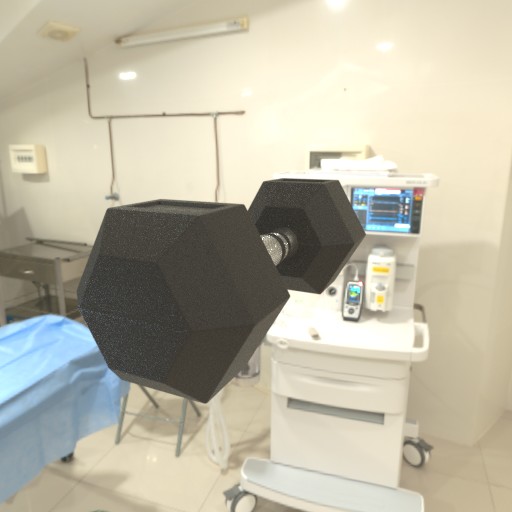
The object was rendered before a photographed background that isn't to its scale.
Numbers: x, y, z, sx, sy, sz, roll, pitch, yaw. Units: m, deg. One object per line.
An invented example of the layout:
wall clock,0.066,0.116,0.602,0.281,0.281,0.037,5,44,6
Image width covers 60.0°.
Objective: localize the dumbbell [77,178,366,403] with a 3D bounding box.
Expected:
dumbbell,0.000,0.000,0.380,0.129,0.113,0.315,7,16,25
